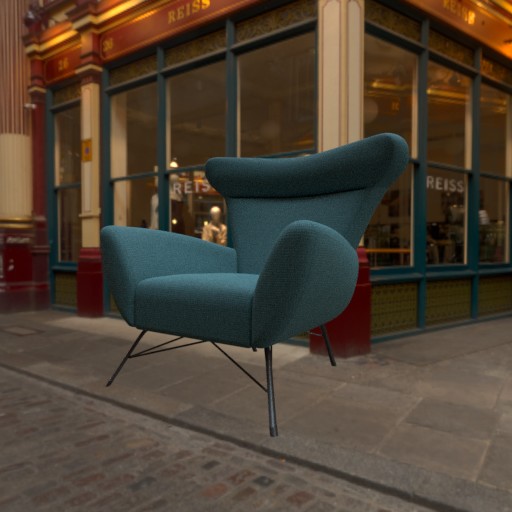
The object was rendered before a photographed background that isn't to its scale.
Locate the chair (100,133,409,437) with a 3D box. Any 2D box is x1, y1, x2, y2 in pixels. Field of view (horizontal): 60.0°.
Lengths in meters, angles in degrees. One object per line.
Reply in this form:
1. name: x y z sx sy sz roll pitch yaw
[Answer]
1. chair: 0.000 0.000 1.813 1.050 0.980 0.900 1 3 35
